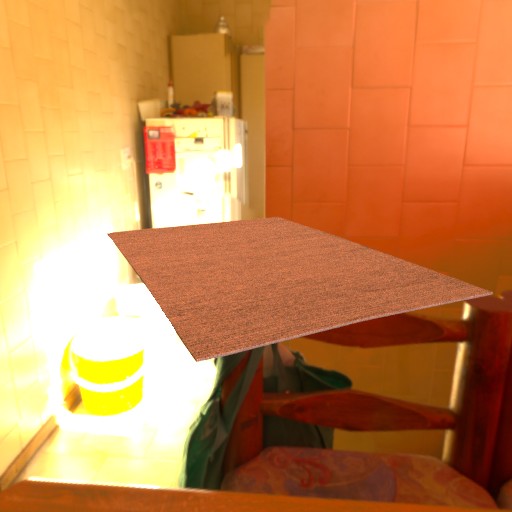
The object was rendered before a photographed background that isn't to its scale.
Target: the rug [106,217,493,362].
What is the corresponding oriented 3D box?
[{"bbox_3d":[0.000,0.000,2.957,1.616,0.030,2.338,-7,17,-25],"label":"rug"}]
